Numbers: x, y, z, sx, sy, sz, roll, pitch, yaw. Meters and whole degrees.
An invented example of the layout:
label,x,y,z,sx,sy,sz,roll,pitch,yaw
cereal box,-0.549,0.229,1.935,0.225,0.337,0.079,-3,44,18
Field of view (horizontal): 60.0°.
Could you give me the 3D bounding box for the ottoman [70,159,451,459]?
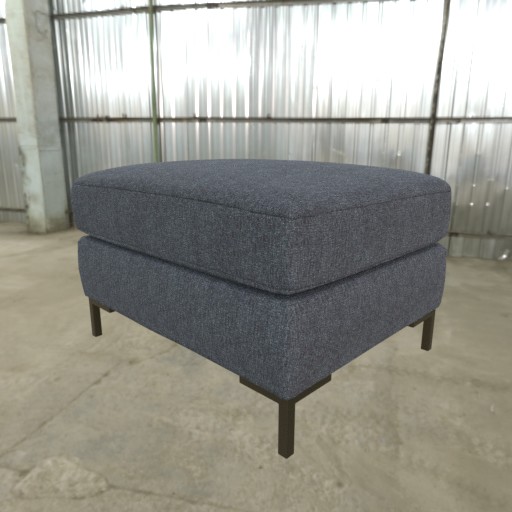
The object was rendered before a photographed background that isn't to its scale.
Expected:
label,x,y,z,sx,sy,sz,roll,pitch,yaw
ottoman,0.000,0.000,1.265,0.831,0.533,0.695,14,20,43
